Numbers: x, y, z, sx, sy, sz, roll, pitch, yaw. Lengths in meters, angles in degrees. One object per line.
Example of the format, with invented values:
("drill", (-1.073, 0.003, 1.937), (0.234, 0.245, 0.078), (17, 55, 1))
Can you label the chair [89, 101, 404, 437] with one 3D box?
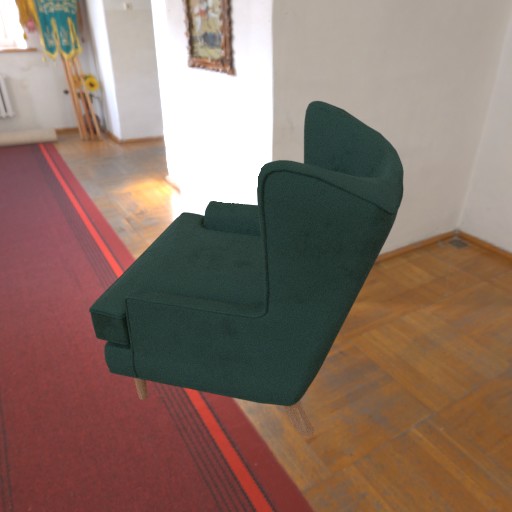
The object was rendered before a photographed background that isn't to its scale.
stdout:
("chair", (0.000, 0.000, 1.594), (0.910, 0.952, 0.793), (7, 31, 12))
